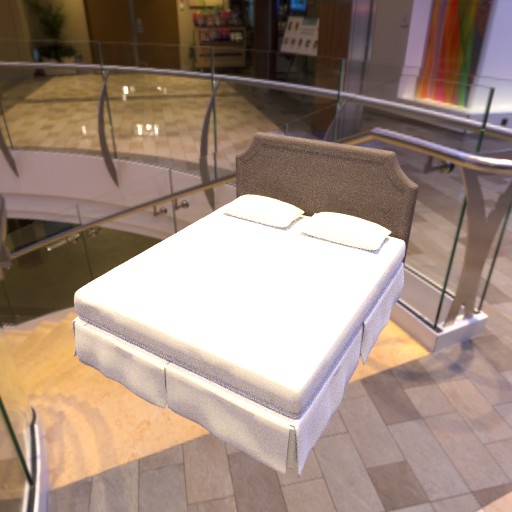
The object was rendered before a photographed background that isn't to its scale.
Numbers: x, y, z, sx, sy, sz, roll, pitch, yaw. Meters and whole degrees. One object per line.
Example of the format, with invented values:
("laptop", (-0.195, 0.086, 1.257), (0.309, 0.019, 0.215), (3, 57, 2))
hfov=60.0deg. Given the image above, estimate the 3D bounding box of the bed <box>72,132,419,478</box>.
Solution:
("bed", (0.000, 0.000, 4.207), (2.350, 1.590, 2.773), (17, 33, 27))
